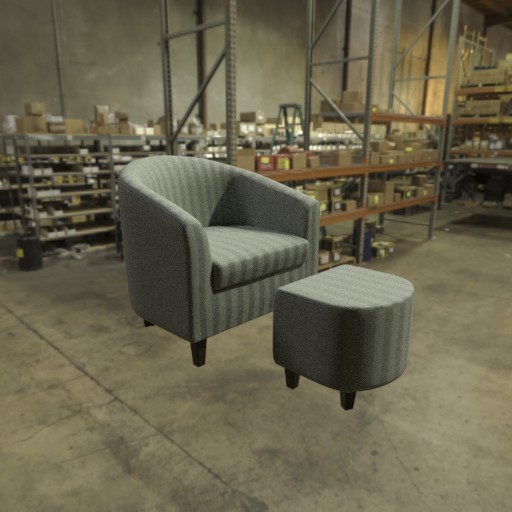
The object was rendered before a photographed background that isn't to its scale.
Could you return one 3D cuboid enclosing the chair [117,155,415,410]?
[{"bbox_3d":[0.000,0.000,1.786,1.288,0.757,0.756,14,20,42],"label":"chair"}]
